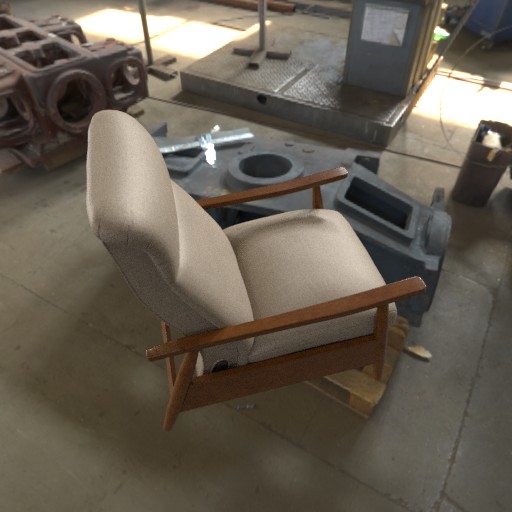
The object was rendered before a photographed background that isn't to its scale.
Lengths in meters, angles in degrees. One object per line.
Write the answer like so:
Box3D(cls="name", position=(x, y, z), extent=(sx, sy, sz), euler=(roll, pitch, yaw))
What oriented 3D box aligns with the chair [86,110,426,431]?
Box3D(cls="chair", position=(0.000, 0.000, 1.755), extent=(1.032, 1.082, 0.762), euler=(-10, 46, -10))
